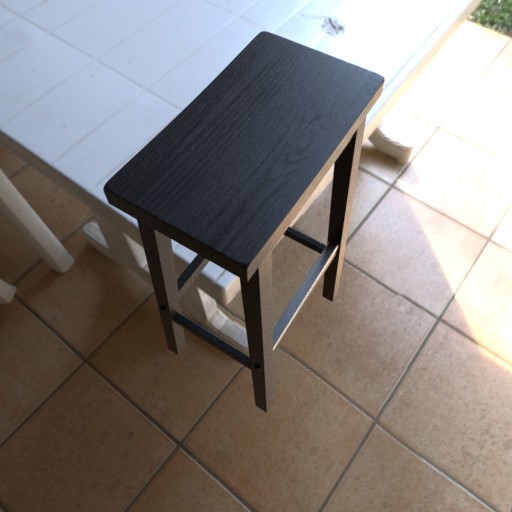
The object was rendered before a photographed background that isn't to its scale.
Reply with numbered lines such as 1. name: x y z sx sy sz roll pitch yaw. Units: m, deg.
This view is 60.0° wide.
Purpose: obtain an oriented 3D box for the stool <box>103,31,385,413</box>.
1. stool: 0.000 0.000 0.960 0.322 0.742 0.406 29 64 16
